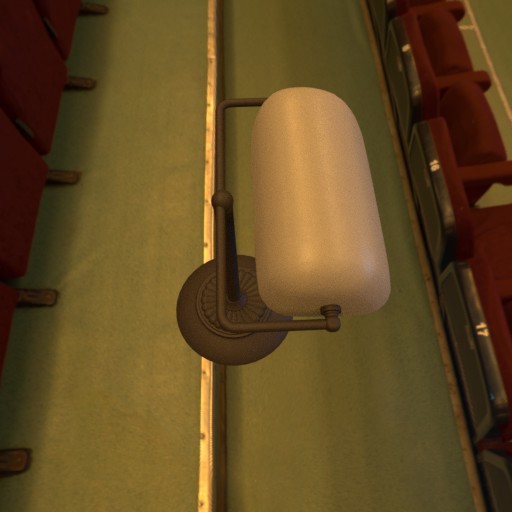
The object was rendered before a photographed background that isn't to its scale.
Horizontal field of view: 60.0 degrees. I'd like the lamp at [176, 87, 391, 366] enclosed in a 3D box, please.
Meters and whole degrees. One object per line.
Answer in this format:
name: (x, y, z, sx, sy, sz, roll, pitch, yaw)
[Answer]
lamp: (0.000, 0.000, 0.526, 0.243, 0.339, 0.264, -2, 63, -1)
